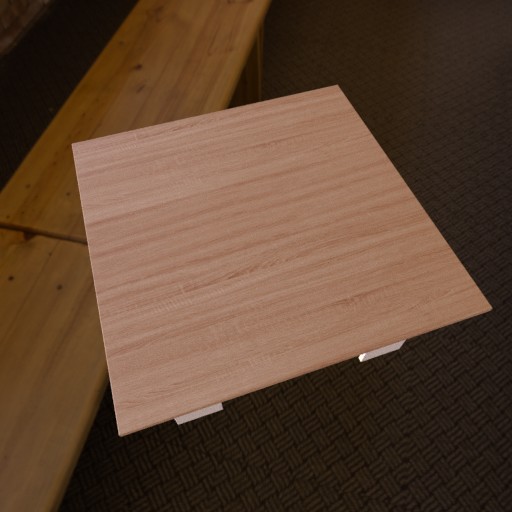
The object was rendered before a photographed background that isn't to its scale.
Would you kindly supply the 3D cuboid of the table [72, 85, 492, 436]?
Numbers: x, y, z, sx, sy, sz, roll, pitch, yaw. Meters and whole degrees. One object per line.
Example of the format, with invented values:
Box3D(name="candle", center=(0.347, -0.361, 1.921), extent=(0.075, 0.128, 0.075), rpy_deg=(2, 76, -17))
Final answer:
Box3D(name="table", center=(0.000, 0.000, 1.036), extent=(0.670, 0.305, 0.670), rpy_deg=(-16, 59, -10))
